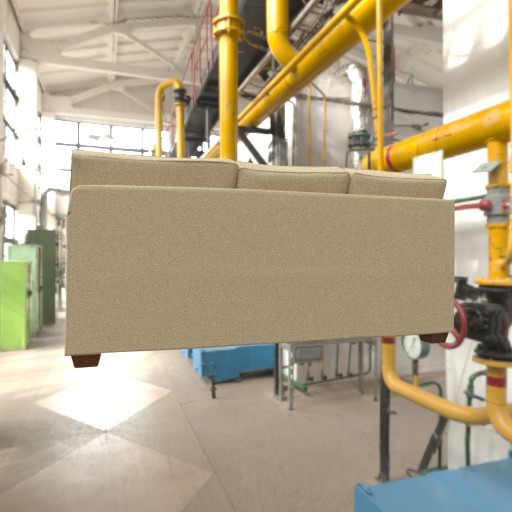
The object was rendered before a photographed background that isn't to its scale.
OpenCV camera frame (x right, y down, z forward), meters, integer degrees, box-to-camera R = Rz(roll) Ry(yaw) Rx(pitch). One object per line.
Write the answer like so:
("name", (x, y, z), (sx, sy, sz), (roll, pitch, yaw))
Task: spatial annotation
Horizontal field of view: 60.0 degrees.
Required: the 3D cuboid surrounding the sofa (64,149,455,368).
("sofa", (0.000, 0.000, 2.569), (1.963, 0.946, 1.034), (0, -1, -18))
